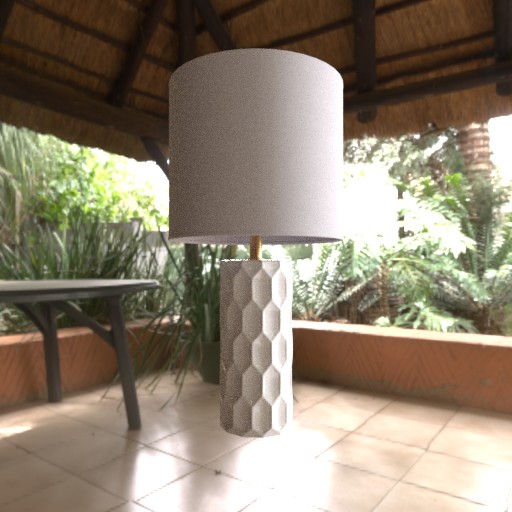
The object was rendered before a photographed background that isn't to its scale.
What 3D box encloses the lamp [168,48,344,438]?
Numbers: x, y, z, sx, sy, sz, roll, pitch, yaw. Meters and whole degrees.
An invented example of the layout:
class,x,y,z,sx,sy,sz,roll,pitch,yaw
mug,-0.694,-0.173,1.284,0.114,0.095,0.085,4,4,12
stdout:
class,x,y,z,sx,sy,sz,roll,pitch,yaw
lamp,0.000,0.000,0.711,0.277,0.537,0.277,-1,-2,36
